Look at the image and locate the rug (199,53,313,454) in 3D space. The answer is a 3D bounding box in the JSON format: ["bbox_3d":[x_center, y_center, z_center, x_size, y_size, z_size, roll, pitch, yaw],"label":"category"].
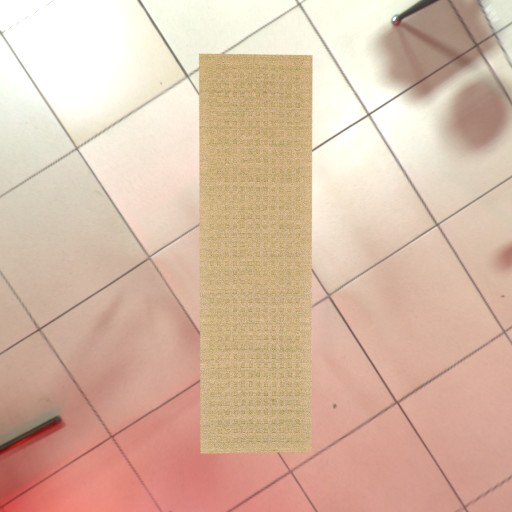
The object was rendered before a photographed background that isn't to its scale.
[{"bbox_3d":[0.000,0.000,2.712,0.686,0.006,2.437,0,92,-2],"label":"rug"}]
